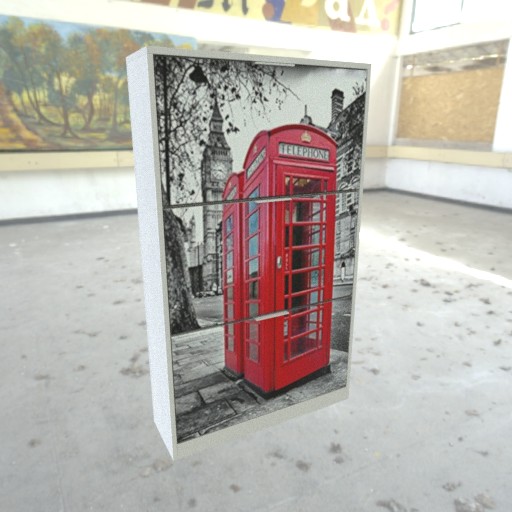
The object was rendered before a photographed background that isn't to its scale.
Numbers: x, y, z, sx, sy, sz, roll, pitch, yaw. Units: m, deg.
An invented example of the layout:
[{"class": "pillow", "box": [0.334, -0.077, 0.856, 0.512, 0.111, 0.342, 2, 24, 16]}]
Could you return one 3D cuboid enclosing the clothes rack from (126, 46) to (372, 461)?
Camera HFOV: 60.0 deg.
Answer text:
[{"class": "clothes rack", "box": [0.000, 0.000, 1.573, 0.750, 1.280, 0.250, -9, 19, -27]}]
